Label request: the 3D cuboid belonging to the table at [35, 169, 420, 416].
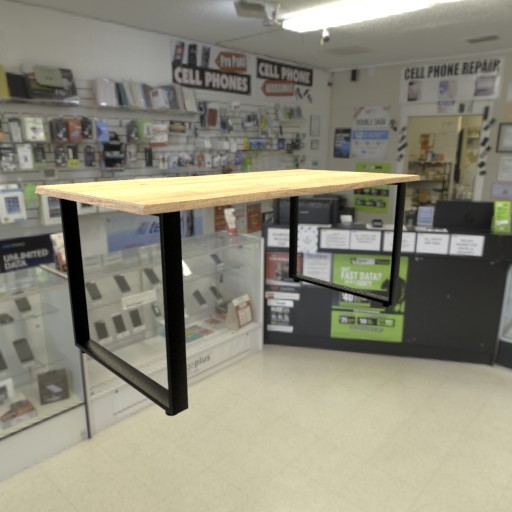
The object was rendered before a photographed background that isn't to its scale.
[{"bbox_3d":[0.000,0.000,2.297,0.900,0.780,1.800,14,20,43],"label":"table"}]
